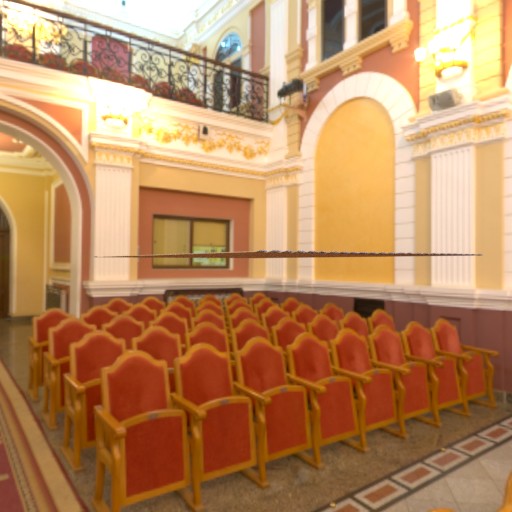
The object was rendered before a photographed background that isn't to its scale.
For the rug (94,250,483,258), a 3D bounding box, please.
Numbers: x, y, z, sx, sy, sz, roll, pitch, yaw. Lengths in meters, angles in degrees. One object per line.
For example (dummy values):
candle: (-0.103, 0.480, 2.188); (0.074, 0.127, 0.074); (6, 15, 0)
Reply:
rug: (0.000, 0.000, 3.000); (1.544, 0.010, 2.315); (1, -1, -35)
